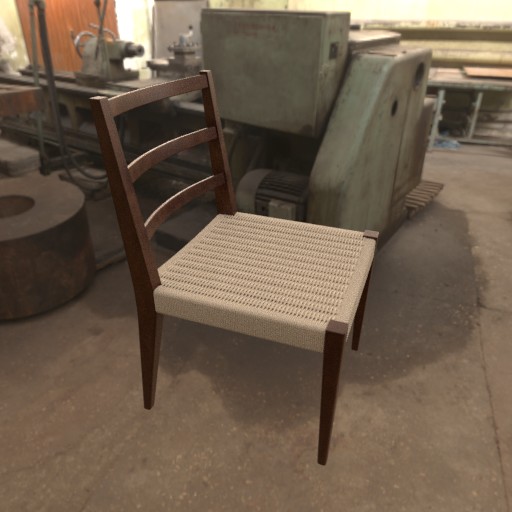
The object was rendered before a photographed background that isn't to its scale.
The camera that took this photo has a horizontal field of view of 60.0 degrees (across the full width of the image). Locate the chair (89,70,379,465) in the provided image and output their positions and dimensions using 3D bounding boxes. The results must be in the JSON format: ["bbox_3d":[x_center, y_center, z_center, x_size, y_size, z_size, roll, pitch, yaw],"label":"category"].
[{"bbox_3d":[0.000,0.000,1.133,0.551,0.813,0.480,11,31,18],"label":"chair"}]
